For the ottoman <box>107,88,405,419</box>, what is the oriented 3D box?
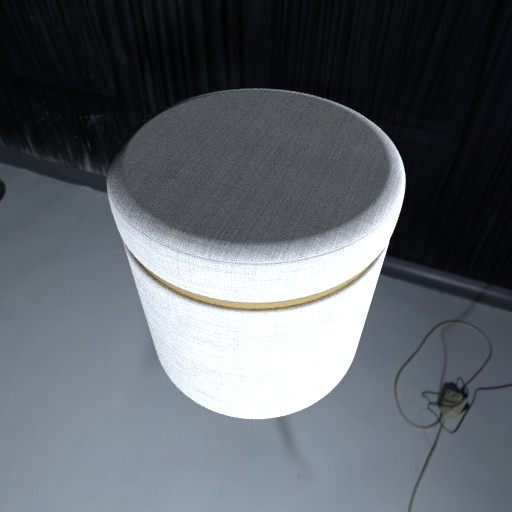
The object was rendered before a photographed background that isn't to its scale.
[{"bbox_3d":[0.000,0.000,0.740,0.400,0.406,0.400,0,46,0],"label":"ottoman"}]
